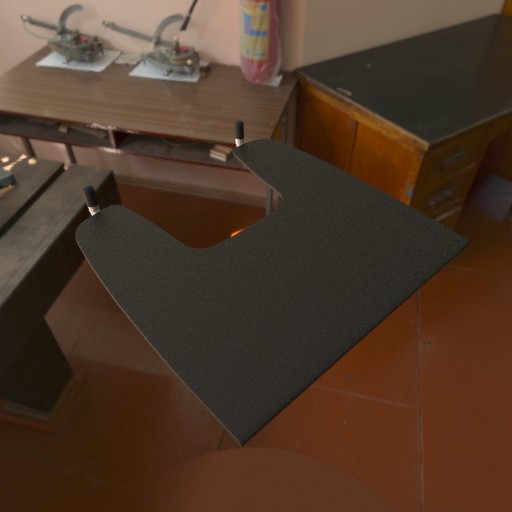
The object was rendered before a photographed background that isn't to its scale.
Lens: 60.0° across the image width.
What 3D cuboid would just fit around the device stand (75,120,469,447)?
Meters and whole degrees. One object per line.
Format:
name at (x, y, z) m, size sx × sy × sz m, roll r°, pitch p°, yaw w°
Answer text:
device stand at (0.000, 0.000, 0.358) m, size 0.230 × 0.092 × 0.230 m, roll -32°, pitch 53°, yaw -28°
